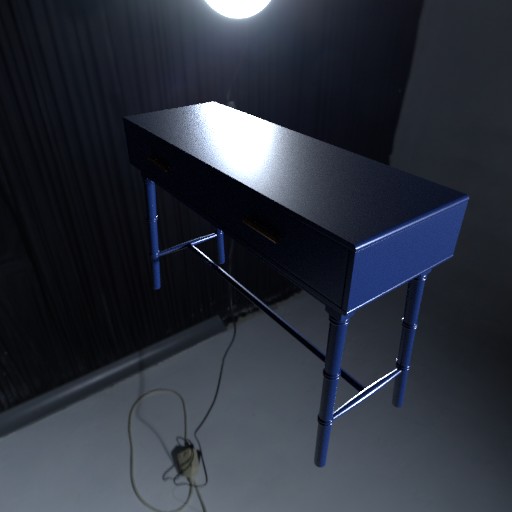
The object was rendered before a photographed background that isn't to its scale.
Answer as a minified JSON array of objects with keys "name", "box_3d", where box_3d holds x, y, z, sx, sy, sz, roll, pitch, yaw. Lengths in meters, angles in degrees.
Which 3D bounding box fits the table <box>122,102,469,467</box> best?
[{"name":"table","box_3d":[0.000,0.000,1.499,0.399,0.749,1.118,-22,38,-30]}]
